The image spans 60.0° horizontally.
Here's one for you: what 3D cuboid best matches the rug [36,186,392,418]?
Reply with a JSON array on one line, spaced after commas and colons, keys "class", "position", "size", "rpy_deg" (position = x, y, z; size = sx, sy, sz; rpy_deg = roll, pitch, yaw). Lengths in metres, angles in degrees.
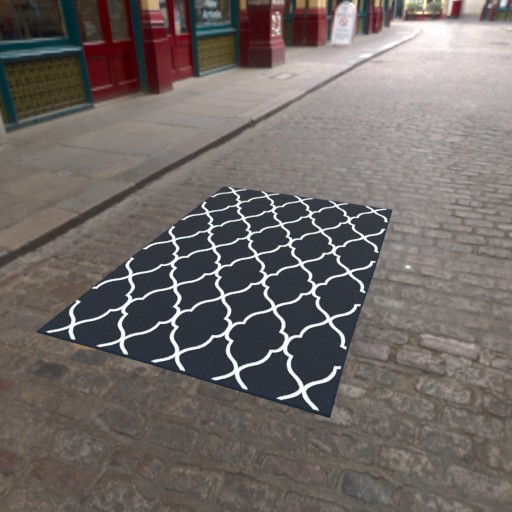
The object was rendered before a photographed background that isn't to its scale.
[{"class": "rug", "position": [0.000, 0.000, 2.947], "size": [1.528, 0.014, 2.294], "rpy_deg": [11, 31, 18]}]
